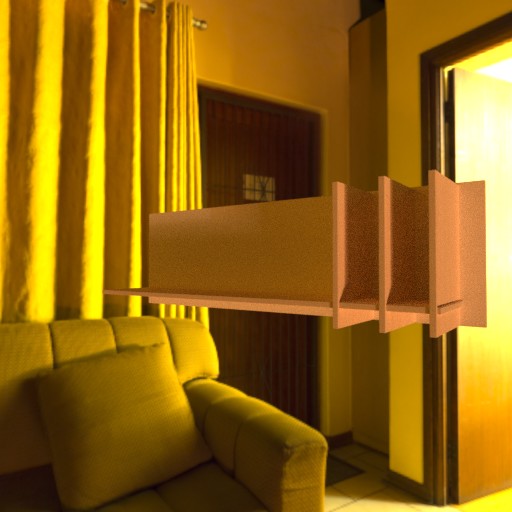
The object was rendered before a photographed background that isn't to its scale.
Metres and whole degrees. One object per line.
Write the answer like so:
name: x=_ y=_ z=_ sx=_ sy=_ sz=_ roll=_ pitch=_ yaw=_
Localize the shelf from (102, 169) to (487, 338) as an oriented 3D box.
shelf: x=0.000 y=0.000 z=1.125 sx=1.020 sy=0.300 sz=0.200 roll=-1 pitch=-1 yaw=36
